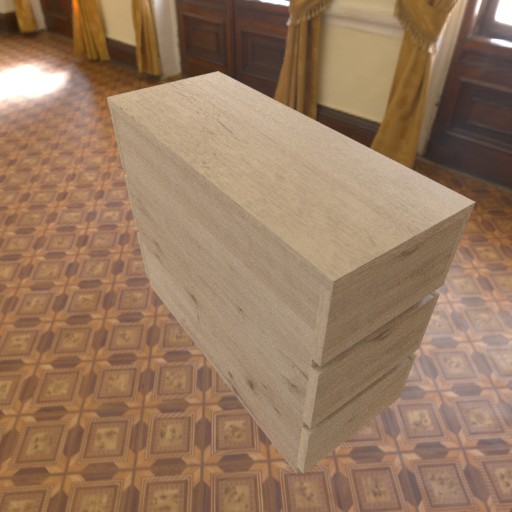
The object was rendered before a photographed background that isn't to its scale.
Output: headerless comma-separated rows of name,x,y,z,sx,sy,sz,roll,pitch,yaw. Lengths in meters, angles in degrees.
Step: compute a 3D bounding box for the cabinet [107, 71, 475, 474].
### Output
cabinet,0.000,0.000,1.451,0.420,0.820,1.040,-25,47,-26
